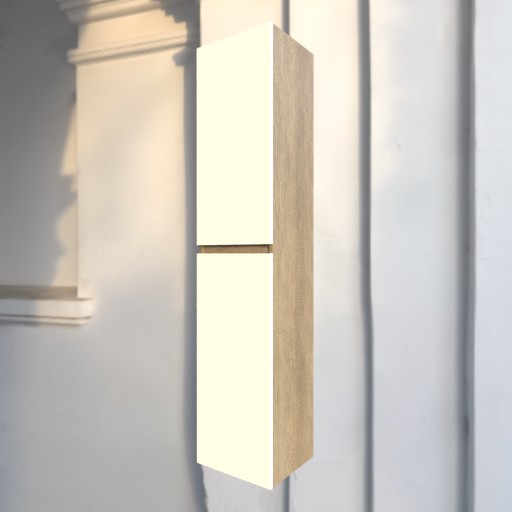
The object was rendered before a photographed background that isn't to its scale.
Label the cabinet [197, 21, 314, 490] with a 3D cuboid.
[{"bbox_3d":[0.000,0.000,1.521,0.300,1.400,0.270,0,0,36],"label":"cabinet"}]
